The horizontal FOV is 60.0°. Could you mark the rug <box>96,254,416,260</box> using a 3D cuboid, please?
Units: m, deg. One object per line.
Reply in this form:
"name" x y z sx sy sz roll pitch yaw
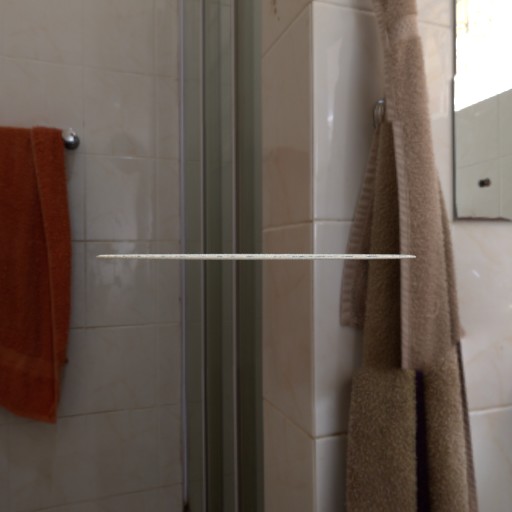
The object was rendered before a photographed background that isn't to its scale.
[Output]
"rug" 0.000 0.000 2.346 1.593 0.012 1.593 0 1 0
